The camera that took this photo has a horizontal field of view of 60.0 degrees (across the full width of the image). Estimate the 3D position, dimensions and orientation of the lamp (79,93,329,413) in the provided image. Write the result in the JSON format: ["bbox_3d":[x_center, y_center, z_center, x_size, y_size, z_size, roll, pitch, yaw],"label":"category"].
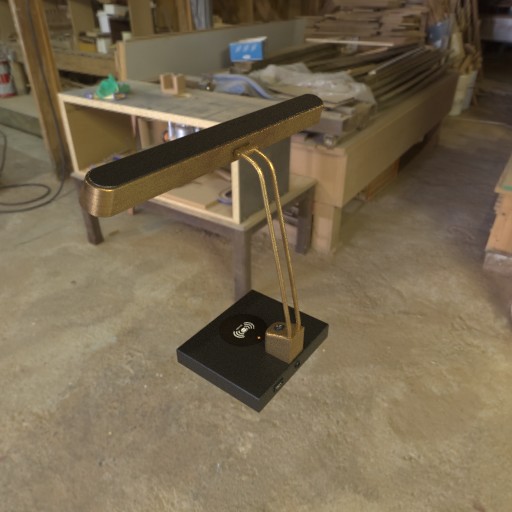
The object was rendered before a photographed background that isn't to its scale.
[{"bbox_3d":[0.000,0.000,0.600,0.156,0.345,0.412,22,39,31],"label":"lamp"}]
